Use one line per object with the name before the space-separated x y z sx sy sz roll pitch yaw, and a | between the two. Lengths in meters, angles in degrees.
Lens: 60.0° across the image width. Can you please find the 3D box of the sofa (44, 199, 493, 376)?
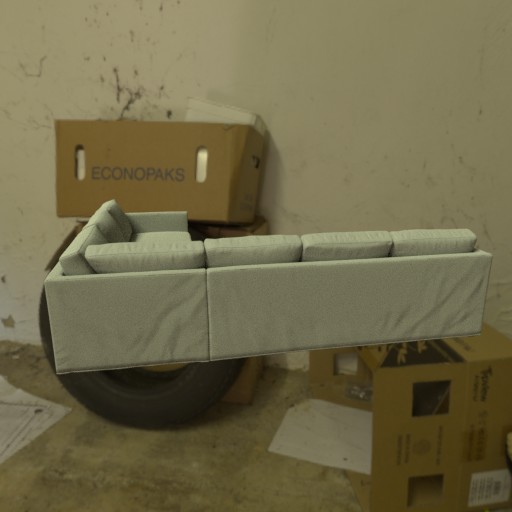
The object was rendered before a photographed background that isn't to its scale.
sofa | 0.000 0.000 4.243 3.182 0.871 2.432 -3 16 -11
